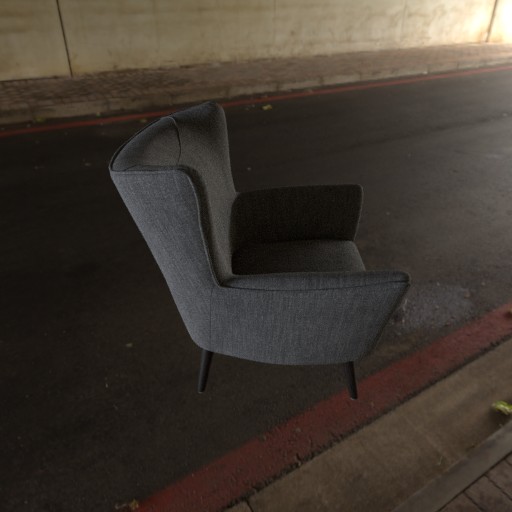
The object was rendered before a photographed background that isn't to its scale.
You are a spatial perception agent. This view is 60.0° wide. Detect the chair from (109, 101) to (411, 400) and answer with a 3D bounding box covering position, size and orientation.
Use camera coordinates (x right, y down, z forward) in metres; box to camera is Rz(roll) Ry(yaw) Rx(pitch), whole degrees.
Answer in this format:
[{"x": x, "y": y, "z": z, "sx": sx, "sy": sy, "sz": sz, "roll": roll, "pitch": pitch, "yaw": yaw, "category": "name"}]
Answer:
[{"x": 0.000, "y": 0.000, "z": 1.616, "sx": 0.888, "sy": 0.933, "sz": 0.781, "roll": 0, "pitch": 31, "yaw": 0, "category": "chair"}]
